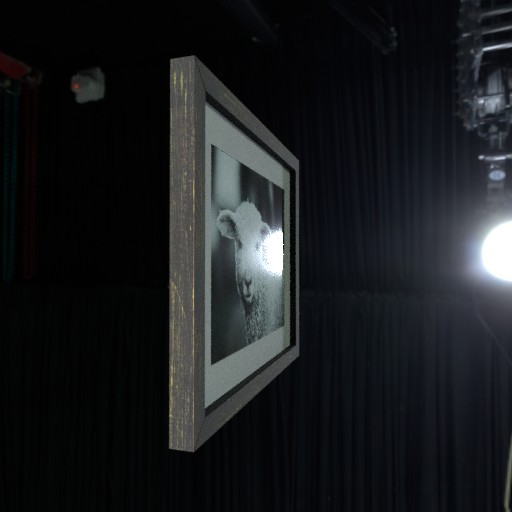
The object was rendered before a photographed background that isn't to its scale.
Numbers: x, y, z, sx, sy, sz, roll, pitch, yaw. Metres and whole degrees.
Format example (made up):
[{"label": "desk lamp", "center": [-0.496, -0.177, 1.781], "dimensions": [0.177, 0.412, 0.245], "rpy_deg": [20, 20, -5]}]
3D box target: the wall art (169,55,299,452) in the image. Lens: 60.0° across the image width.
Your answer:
[{"label": "wall art", "center": [0.000, 0.000, 0.781], "dimensions": [0.032, 0.457, 0.558], "rpy_deg": [0, -1, 18]}]
